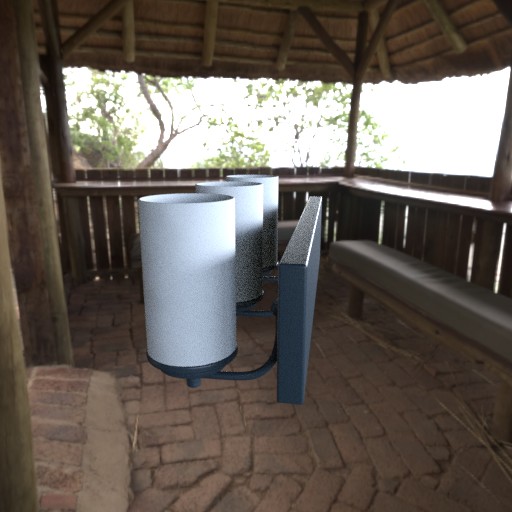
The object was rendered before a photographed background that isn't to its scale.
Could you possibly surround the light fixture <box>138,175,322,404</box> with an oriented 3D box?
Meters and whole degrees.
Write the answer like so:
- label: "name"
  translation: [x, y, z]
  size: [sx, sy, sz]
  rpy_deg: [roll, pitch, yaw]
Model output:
- label: "light fixture"
  translation: [0.000, 0.000, 0.536]
  size: [0.145, 0.172, 0.451]
  rpy_deg: [2, 14, 9]
